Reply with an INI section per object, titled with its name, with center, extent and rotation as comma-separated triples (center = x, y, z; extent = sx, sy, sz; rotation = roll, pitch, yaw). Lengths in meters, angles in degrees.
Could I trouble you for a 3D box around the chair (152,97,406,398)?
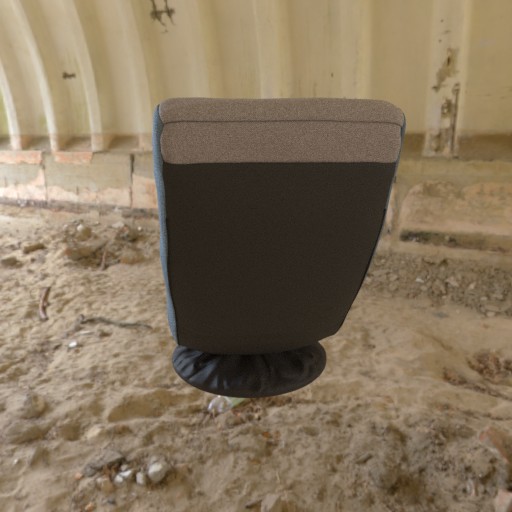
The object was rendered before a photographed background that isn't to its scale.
[chair]
center = 0.000, 0.000, 1.034
extent = 0.420, 0.641, 0.661
rotation = -2, 14, -8
